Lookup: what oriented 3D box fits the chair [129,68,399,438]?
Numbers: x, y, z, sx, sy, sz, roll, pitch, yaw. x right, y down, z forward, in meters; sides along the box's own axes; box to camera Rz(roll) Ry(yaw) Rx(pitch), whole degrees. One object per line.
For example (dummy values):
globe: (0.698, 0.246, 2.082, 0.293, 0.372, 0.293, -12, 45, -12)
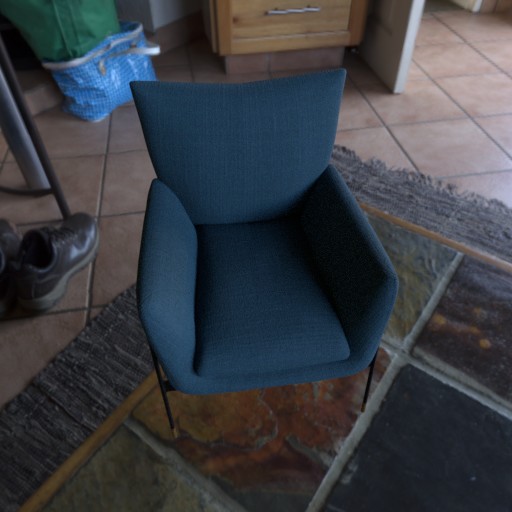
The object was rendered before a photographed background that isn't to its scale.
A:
chair: (0.000, 0.000, 1.408, 0.678, 0.859, 0.769, -6, 46, -5)
